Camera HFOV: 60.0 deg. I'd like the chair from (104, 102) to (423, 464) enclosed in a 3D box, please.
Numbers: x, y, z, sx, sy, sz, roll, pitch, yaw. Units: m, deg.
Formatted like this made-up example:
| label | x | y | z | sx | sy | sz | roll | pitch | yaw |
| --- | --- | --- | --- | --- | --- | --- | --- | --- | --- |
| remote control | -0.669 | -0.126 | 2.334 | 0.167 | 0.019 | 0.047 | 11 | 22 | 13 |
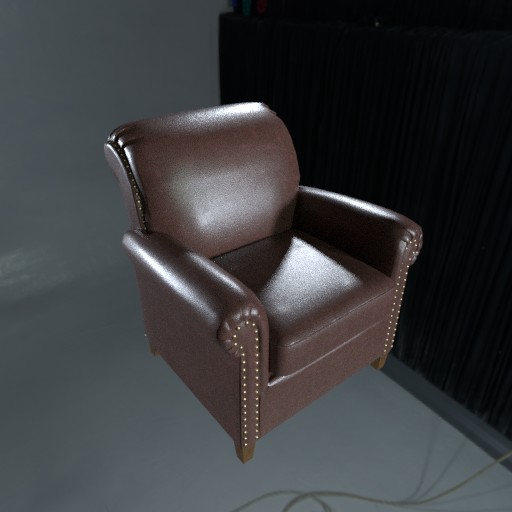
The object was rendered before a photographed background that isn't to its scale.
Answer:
| label | x | y | z | sx | sy | sz | roll | pitch | yaw |
| --- | --- | --- | --- | --- | --- | --- | --- | --- | --- |
| chair | 0.000 | 0.000 | 1.611 | 0.854 | 0.927 | 0.890 | -22 | 37 | -32 |
